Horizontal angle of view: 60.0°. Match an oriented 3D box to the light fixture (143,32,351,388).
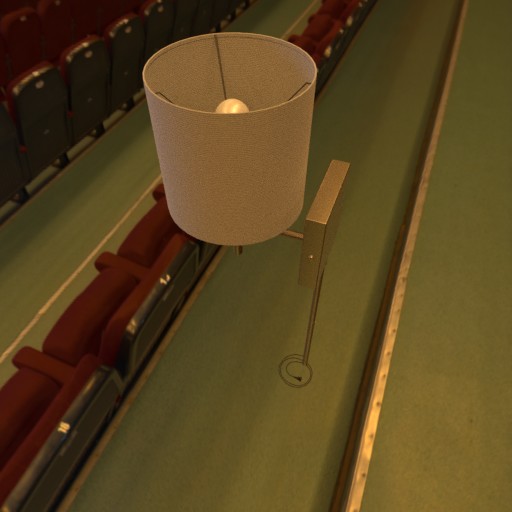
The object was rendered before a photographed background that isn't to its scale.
[{"bbox_3d":[0.000,0.000,0.694,0.248,0.589,0.188,16,50,14],"label":"light fixture"}]
